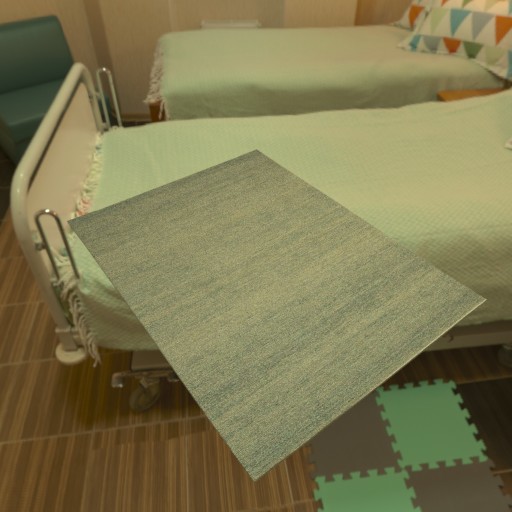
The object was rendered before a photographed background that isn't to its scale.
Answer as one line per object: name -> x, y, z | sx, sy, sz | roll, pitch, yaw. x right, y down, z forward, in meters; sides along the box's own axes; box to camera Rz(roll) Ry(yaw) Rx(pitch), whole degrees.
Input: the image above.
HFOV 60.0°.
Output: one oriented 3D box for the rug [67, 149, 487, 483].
rug -> 0.000, 0.000, 4.150 | 2.461, 0.046, 3.237 | -27, 49, -26
